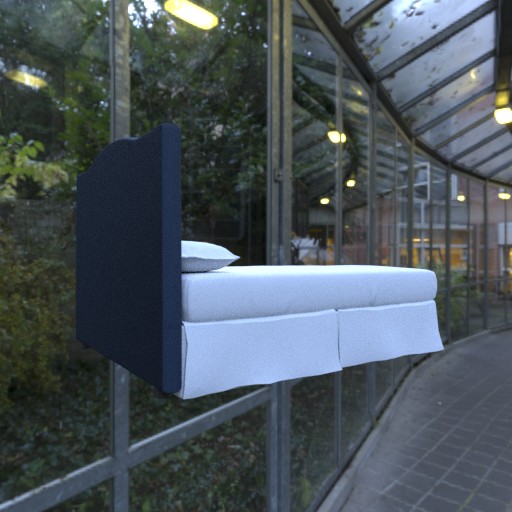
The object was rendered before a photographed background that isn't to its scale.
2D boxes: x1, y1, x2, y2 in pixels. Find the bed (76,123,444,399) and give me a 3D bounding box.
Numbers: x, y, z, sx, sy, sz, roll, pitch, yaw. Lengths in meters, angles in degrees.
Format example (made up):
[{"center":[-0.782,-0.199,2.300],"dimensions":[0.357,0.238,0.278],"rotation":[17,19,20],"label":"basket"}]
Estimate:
[{"center":[0.000,0.000,3.458],"dimensions":[2.282,1.436,1.821],"rotation":[0,0,-35],"label":"bed"}]
